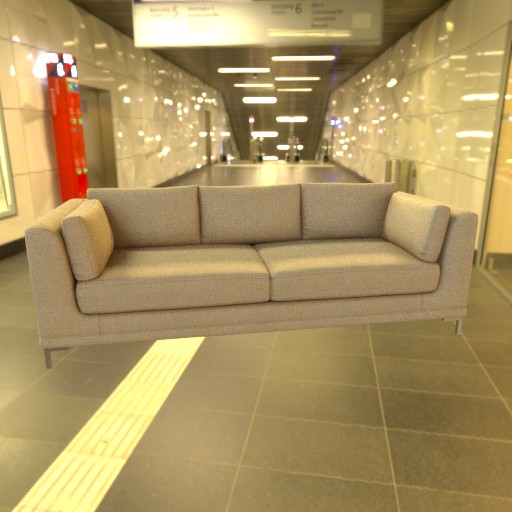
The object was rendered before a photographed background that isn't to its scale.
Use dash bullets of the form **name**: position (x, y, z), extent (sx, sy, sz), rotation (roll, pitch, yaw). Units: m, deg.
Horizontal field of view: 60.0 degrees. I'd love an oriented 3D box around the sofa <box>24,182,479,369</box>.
- **sofa**: position (0.000, 0.000, 2.828), extent (2.415, 0.867, 0.969), rotation (-3, 16, -9)
